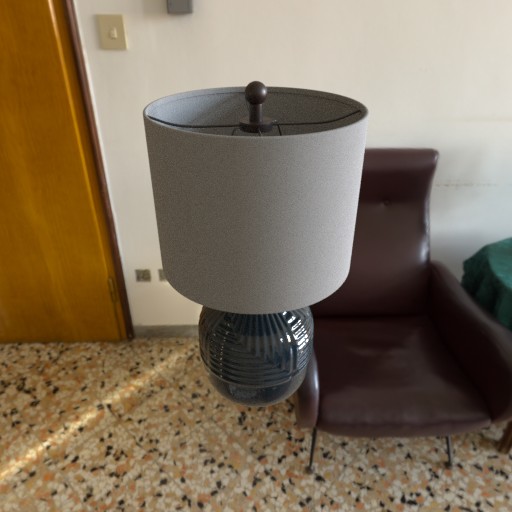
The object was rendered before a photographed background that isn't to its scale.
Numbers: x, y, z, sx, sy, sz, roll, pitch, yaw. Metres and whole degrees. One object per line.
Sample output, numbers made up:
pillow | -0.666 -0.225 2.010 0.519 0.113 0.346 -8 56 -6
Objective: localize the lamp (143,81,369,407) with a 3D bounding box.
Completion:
lamp | 0.000 0.000 0.763 0.318 0.567 0.318 0 31 0
